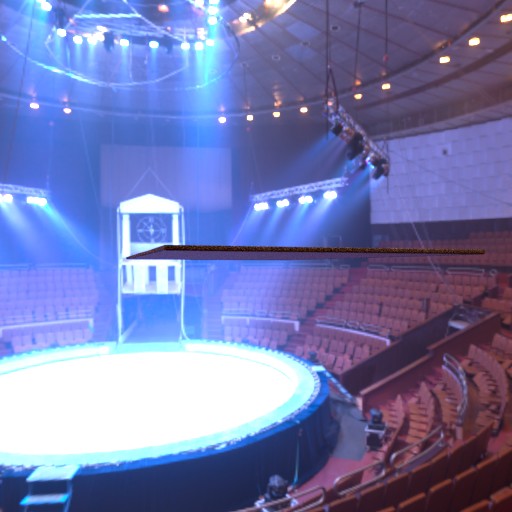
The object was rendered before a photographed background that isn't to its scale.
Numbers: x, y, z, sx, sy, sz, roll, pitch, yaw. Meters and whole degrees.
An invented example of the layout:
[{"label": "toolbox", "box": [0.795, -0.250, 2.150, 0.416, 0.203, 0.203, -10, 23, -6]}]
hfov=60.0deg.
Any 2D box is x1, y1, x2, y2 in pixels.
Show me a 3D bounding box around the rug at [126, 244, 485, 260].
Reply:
[{"label": "rug", "box": [0.000, 0.000, 3.473, 1.802, 0.026, 2.699, 0, -1, -20]}]
